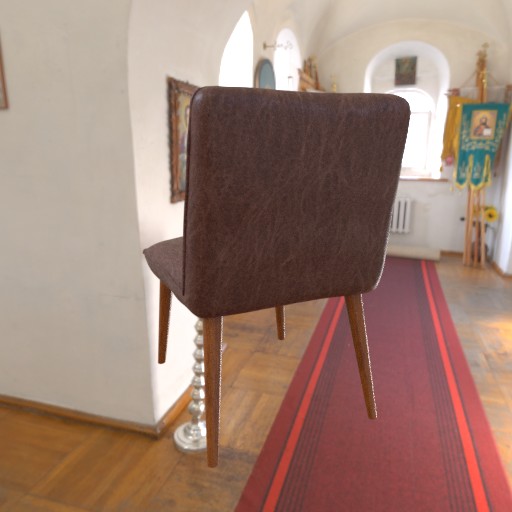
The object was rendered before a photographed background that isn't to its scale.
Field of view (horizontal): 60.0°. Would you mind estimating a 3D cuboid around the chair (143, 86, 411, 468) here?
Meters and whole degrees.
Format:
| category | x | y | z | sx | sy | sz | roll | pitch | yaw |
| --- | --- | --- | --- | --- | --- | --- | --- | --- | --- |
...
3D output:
| category | x | y | z | sx | sy | sz | roll | pitch | yaw |
| --- | --- | --- | --- | --- | --- | --- | --- | --- | --- |
| chair | 0.000 | 0.000 | 1.211 | 0.543 | 0.803 | 0.645 | -8 | 17 | -27 |
